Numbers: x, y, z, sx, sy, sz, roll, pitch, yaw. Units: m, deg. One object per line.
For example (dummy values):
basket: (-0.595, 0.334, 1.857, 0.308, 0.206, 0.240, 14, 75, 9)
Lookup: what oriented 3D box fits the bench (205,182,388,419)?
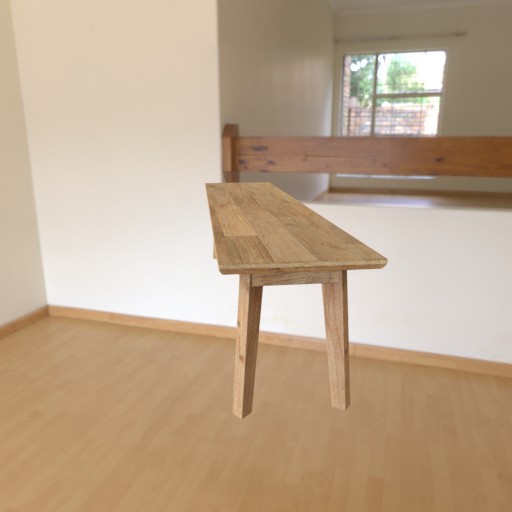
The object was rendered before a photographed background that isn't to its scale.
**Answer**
bench: (0.000, 0.000, 1.835, 0.378, 0.431, 1.698, -2, 15, -7)
